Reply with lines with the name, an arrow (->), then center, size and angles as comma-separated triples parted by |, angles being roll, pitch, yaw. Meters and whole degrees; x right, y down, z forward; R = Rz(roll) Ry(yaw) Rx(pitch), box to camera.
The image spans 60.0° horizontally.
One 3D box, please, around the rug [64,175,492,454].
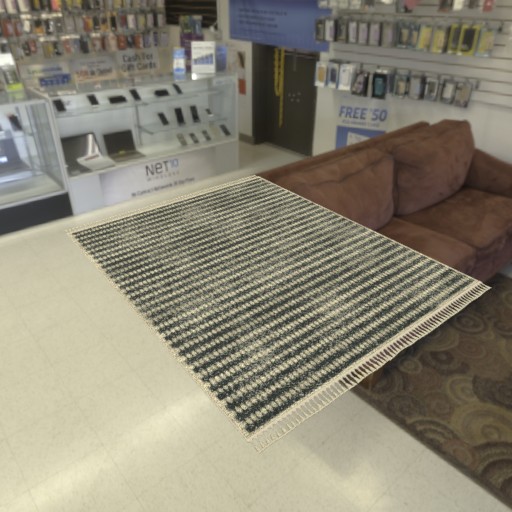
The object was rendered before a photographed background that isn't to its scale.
rug -> 0.000, 0.000, 3.729 | 2.256, 0.013, 2.910 | -22, 38, -32
